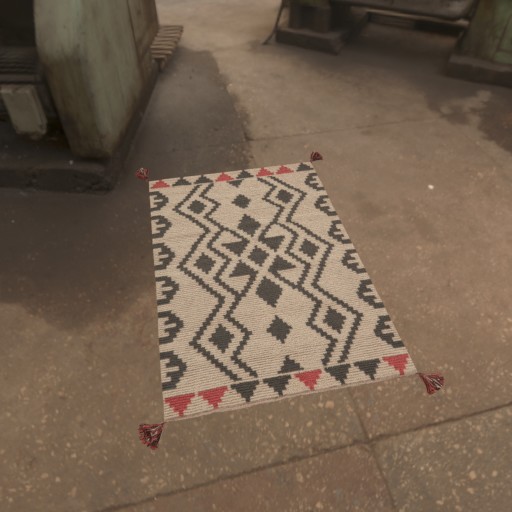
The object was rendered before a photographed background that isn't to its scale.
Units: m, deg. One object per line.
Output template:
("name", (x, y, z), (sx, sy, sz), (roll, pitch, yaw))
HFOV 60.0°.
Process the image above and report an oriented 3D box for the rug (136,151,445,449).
("rug", (0.000, 0.000, 2.671), (1.444, 0.067, 2.069), (-8, 47, -8))
